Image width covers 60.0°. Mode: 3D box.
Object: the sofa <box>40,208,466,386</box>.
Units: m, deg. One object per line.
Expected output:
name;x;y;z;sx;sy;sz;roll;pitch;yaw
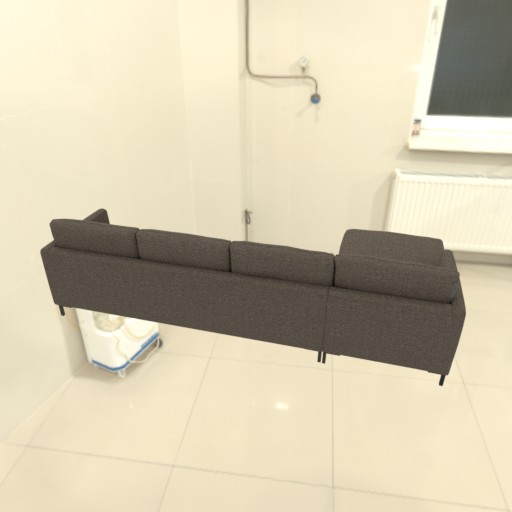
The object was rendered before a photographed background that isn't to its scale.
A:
sofa;0.000;0.000;3.276;2.731;0.754;1.258;8;30;13
